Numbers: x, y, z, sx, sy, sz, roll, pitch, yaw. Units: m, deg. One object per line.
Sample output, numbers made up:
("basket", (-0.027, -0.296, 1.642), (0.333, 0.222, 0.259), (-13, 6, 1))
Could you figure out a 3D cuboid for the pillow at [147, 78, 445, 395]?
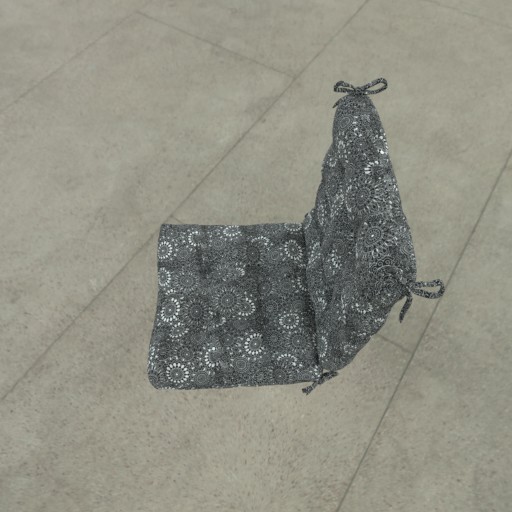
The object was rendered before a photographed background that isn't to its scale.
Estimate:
("pillow", (0.000, 0.000, 1.034), (0.571, 0.605, 0.519), (-2, 60, -1))
